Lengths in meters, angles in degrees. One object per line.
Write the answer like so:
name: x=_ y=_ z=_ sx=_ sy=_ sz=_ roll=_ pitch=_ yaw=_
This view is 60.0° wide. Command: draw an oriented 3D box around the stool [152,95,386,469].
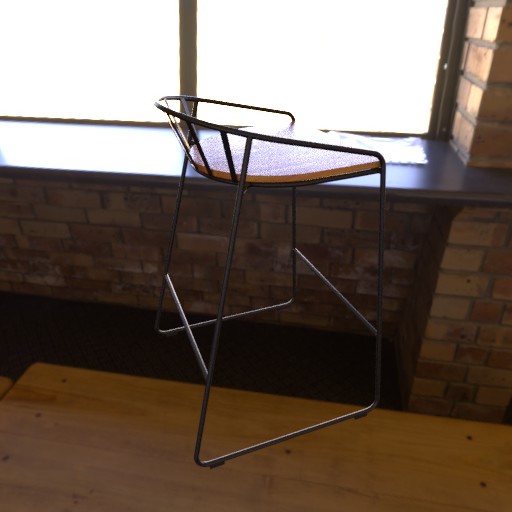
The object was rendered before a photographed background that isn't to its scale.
stool: x=0.000 y=0.000 z=1.171 sx=0.521 sy=0.812 sz=0.546 roll=-11 pitch=31 yaw=-18
